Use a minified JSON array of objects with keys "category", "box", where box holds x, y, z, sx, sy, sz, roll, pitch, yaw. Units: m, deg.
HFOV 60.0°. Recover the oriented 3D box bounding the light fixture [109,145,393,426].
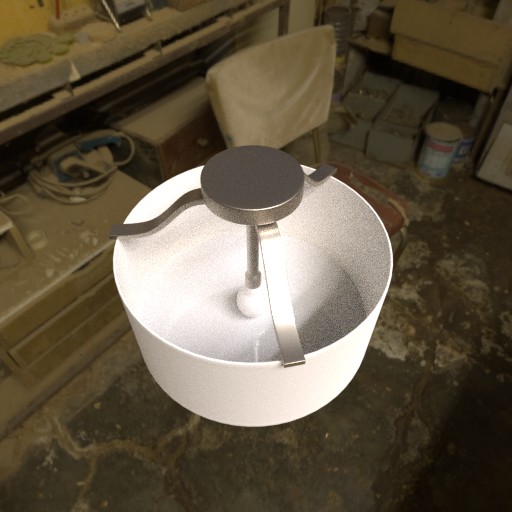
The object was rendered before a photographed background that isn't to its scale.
[{"category":"light fixture","box":[0.000,0.000,0.649,0.395,0.304,0.395,0,48,0]}]
